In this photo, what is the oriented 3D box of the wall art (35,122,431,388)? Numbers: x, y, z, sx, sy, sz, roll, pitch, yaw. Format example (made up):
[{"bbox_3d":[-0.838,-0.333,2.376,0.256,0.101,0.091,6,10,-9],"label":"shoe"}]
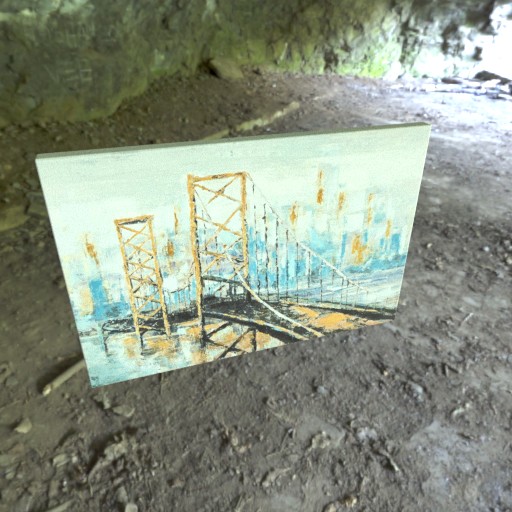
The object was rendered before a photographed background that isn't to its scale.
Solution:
[{"bbox_3d":[0.000,0.000,1.143,0.913,0.609,0.038,-9,31,-16],"label":"wall art"}]
